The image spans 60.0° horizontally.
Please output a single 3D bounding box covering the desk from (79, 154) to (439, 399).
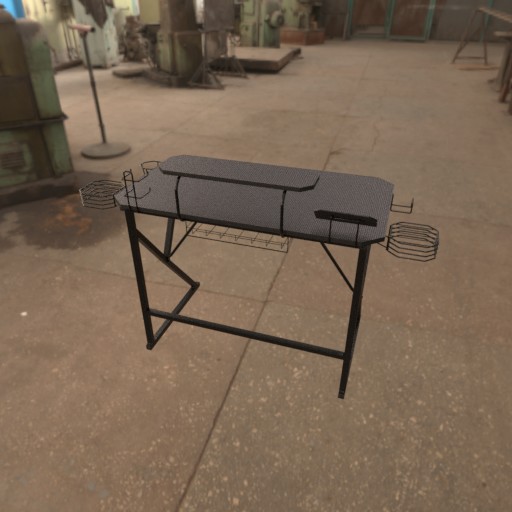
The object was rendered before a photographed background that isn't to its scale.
[{"bbox_3d":[0.000,0.000,1.808,1.290,0.880,0.580,10,33,16],"label":"desk"}]
